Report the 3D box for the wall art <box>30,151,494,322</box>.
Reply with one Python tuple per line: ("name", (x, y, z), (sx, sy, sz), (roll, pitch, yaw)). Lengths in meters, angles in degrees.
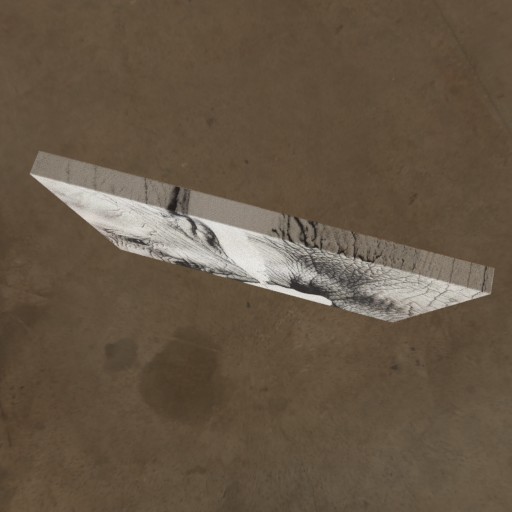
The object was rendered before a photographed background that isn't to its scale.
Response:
("wall art", (0.000, 0.000, 0.770), (0.613, 0.407, 0.035), (15, 77, 3))
